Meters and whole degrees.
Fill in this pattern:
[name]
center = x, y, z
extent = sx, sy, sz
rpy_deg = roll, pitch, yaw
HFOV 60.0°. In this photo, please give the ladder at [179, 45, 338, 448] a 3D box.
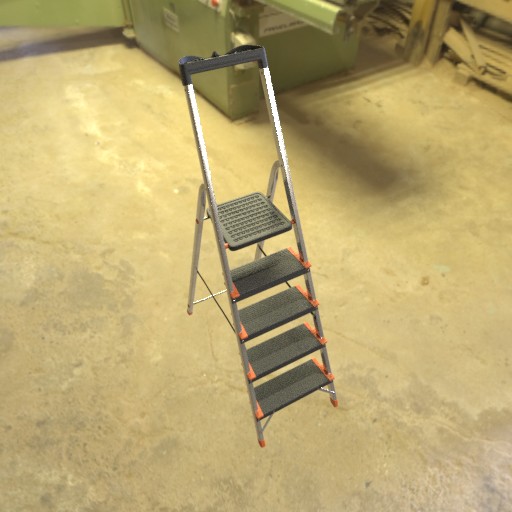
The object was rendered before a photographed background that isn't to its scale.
[ladder]
center = 0.000, 0.000, 2.048
extent = 0.480, 1.646, 0.995
rpy_deg = -21, 49, -20
